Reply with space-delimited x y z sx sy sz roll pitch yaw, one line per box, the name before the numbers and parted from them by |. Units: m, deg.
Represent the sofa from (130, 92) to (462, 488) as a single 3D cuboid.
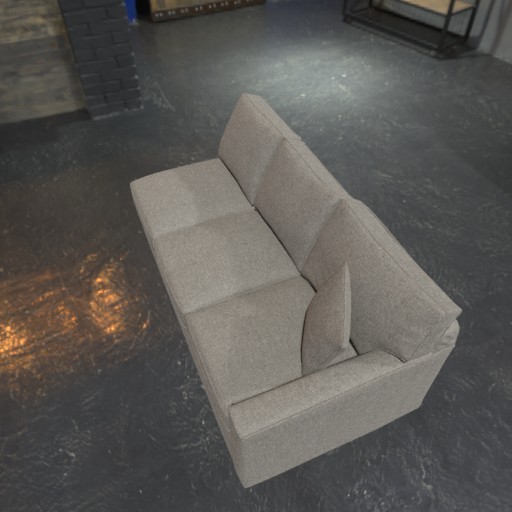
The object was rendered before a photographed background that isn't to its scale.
sofa | 0.000 0.000 2.483 1.034 0.946 1.963 -17 48 -16
